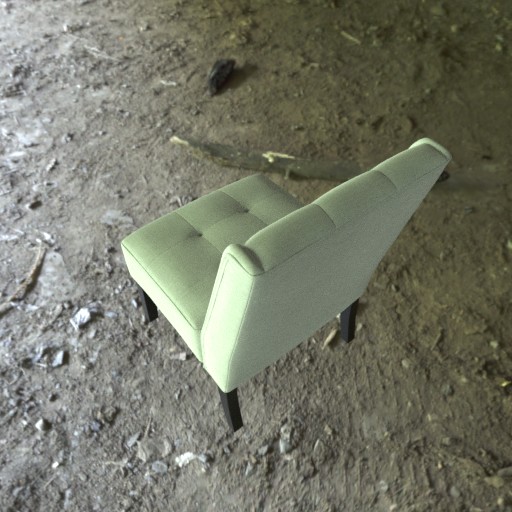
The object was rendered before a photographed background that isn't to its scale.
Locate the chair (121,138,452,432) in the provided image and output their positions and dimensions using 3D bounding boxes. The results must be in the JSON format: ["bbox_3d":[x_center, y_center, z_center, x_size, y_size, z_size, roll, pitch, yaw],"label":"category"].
[{"bbox_3d":[0.000,0.000,1.301,0.569,0.853,0.676,-30,54,-26],"label":"chair"}]
